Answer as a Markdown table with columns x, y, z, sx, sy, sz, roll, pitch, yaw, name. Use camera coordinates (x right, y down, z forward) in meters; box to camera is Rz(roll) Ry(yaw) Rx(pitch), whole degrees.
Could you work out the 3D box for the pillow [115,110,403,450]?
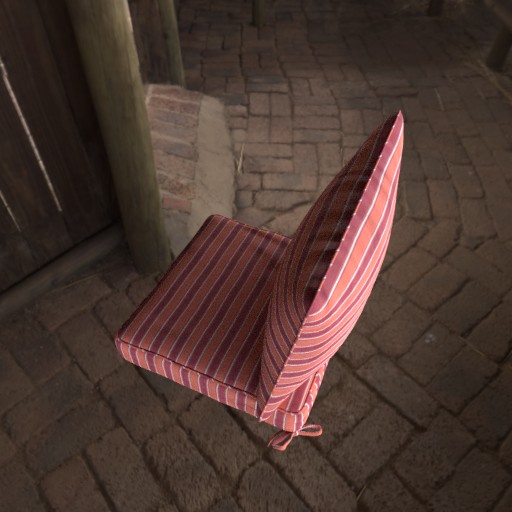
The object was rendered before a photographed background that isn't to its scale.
| x | y | z | sx | sy | sz | roll | pitch | yaw | name |
| --- | --- | --- | --- | --- | --- | --- | --- | --- | --- |
| 0.000 | 0.000 | 1.371 | 0.733 | 0.723 | 0.799 | 18 | 49 | 16 | pillow |
